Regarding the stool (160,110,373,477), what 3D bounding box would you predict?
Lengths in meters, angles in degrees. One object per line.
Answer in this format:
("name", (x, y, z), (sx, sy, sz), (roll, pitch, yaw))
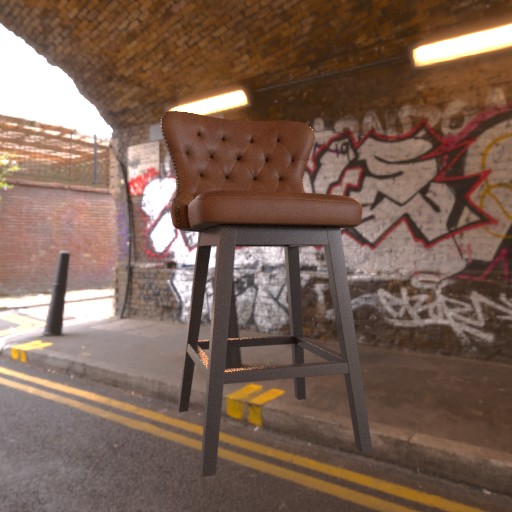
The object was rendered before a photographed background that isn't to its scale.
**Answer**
("stool", (0.000, 0.000, 1.320), (0.528, 0.971, 0.593), (0, 0, -17))
